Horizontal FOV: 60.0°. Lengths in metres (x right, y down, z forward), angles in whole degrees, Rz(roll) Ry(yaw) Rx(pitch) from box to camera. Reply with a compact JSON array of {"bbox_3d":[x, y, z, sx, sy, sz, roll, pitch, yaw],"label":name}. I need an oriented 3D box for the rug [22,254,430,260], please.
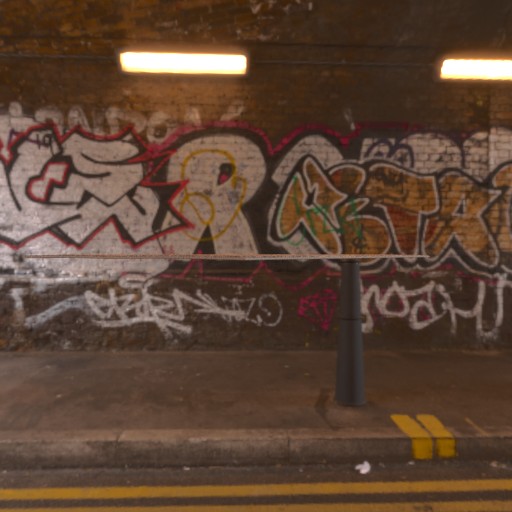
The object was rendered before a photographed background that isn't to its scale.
[{"bbox_3d":[0.000,0.000,3.733,2.043,0.026,2.901,0,0,37],"label":"rug"}]
